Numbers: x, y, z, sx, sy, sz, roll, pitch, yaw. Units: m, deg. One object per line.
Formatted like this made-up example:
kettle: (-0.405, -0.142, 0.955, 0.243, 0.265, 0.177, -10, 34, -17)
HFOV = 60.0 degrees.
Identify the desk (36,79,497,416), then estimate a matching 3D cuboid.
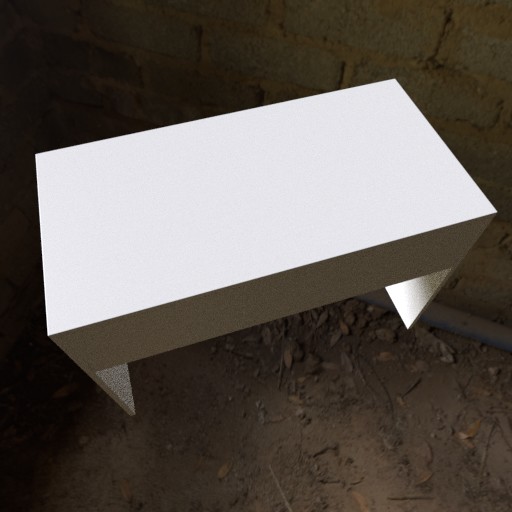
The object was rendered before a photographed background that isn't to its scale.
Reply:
desk: (0.000, 0.000, 1.477, 1.100, 0.730, 0.560, -15, 59, -9)
